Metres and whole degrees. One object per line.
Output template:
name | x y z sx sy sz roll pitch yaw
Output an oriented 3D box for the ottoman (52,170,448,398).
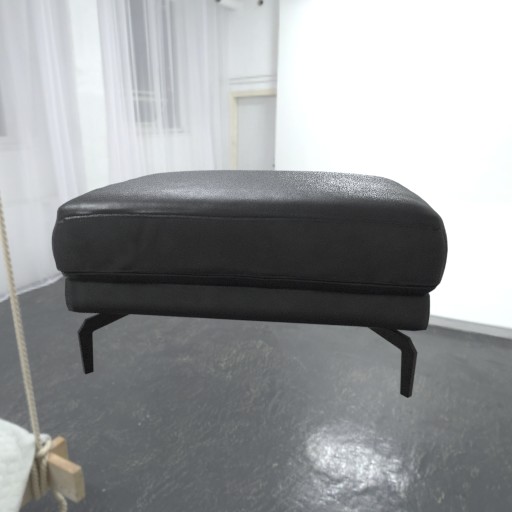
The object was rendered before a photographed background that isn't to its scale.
ottoman | 0.000 0.000 1.093 0.764 0.402 0.570 2 16 7
